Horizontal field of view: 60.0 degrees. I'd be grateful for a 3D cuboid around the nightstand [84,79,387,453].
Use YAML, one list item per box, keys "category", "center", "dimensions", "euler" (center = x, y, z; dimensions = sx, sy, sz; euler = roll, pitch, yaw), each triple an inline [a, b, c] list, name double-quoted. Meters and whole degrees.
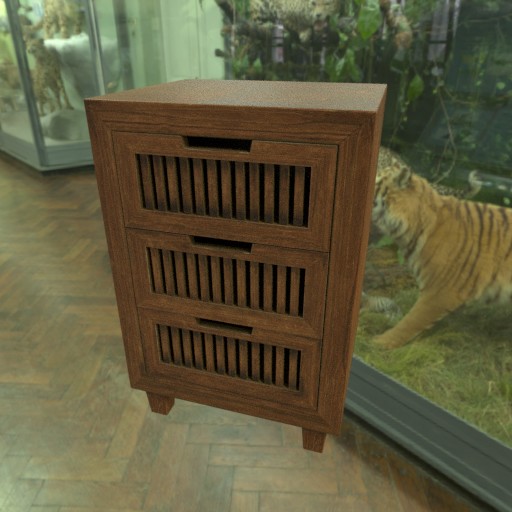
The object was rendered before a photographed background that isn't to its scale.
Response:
- category: "nightstand"
  center: [0.000, 0.000, 0.988]
  dimensions: [0.465, 0.695, 0.410]
  euler: [8, 27, 15]
